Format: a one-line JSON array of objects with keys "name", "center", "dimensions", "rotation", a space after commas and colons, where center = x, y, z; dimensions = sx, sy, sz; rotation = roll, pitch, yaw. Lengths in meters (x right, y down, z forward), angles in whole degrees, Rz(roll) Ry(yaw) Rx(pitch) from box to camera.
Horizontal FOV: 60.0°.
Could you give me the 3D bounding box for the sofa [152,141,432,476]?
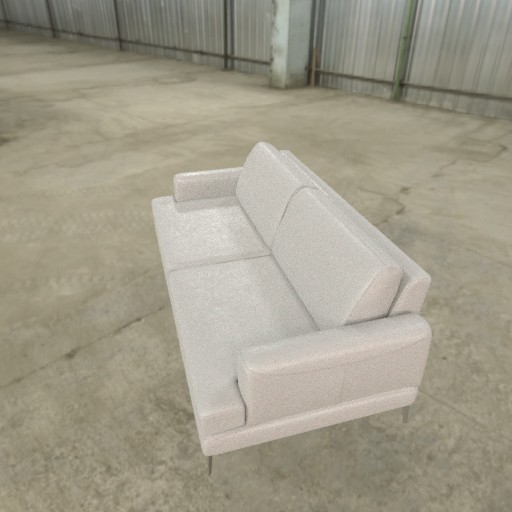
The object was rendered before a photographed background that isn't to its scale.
[{"name": "sofa", "center": [0.000, 0.000, 2.416], "dimensions": [0.974, 0.765, 1.940], "rotation": [-9, 32, -14]}]
